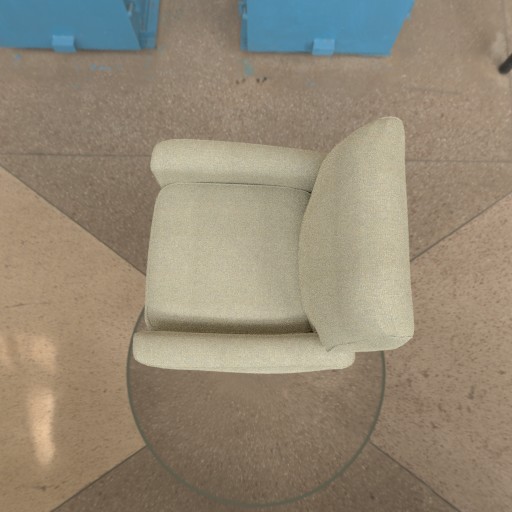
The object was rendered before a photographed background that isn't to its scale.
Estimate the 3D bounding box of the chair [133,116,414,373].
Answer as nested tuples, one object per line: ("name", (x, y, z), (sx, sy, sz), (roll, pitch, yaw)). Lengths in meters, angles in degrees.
("chair", (0.000, 0.000, 1.655), (0.853, 1.006, 0.850), (2, 76, 0))
